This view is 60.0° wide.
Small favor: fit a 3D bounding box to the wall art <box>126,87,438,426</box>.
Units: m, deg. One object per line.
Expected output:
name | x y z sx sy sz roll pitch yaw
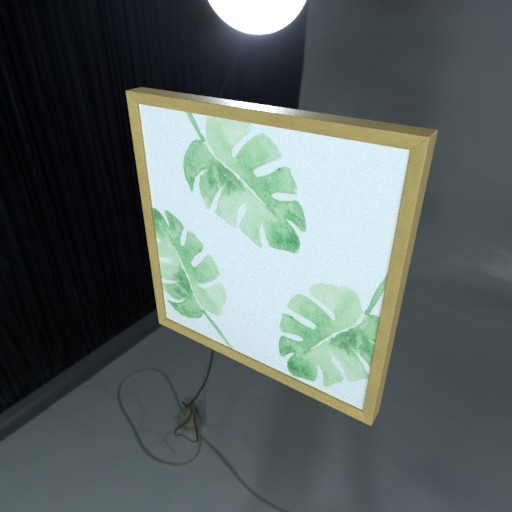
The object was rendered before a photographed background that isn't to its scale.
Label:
wall art | 0.000 0.000 0.778 0.508 0.508 0.038 19 36 28
